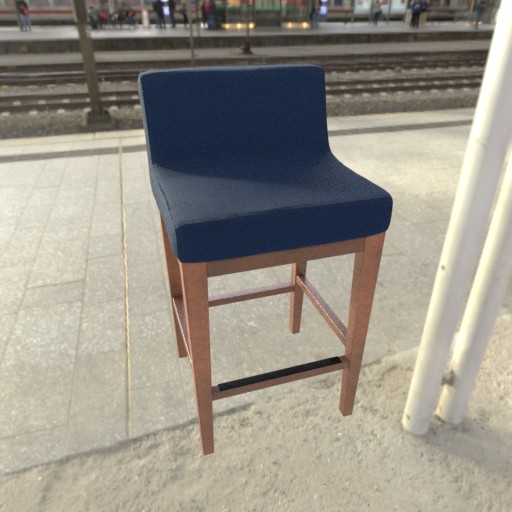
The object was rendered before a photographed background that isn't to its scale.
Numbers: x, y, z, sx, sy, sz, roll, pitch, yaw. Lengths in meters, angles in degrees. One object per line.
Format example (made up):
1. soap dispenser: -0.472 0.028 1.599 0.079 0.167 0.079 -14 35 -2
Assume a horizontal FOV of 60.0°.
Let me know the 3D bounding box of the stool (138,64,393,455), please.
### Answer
1. stool: 0.000 0.000 1.246 0.511 0.945 0.516 -9 31 -16
